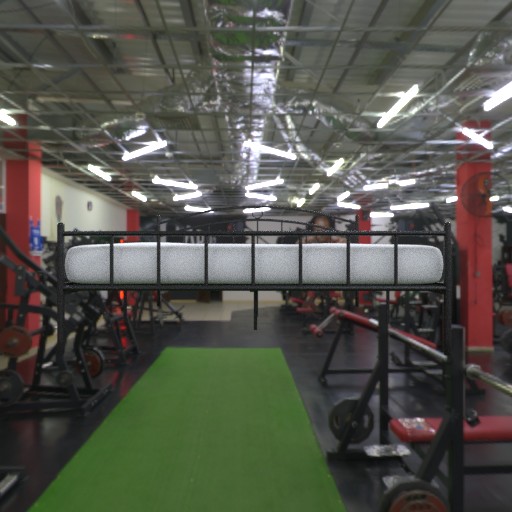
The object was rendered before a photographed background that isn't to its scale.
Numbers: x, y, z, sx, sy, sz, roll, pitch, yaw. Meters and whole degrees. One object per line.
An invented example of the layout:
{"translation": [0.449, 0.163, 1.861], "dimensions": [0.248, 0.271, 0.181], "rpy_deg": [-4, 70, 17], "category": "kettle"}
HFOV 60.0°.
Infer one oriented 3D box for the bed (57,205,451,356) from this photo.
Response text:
{"translation": [0.000, 0.000, 3.120], "dimensions": [1.880, 0.940, 2.040], "rpy_deg": [0, 0, 1], "category": "bed"}
